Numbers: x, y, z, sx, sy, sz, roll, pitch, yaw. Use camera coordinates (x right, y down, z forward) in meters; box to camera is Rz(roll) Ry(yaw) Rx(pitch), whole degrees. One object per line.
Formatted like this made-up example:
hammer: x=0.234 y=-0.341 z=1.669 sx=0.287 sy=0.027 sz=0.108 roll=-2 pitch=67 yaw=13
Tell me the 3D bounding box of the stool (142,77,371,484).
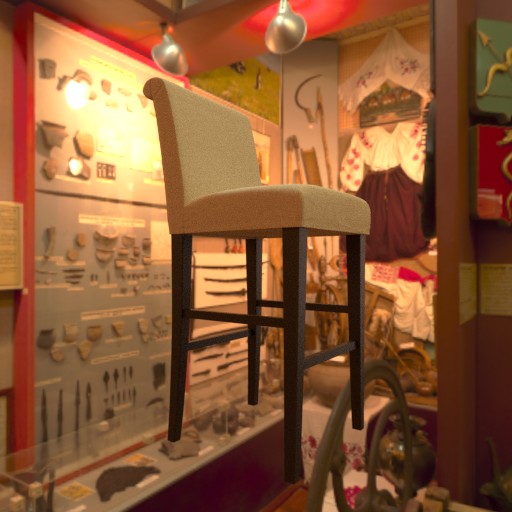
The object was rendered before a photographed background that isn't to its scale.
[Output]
stool: x=0.000 y=0.000 z=1.421 sx=0.597 sy=1.124 sz=0.452 roll=0 pitch=-1 yaw=36
